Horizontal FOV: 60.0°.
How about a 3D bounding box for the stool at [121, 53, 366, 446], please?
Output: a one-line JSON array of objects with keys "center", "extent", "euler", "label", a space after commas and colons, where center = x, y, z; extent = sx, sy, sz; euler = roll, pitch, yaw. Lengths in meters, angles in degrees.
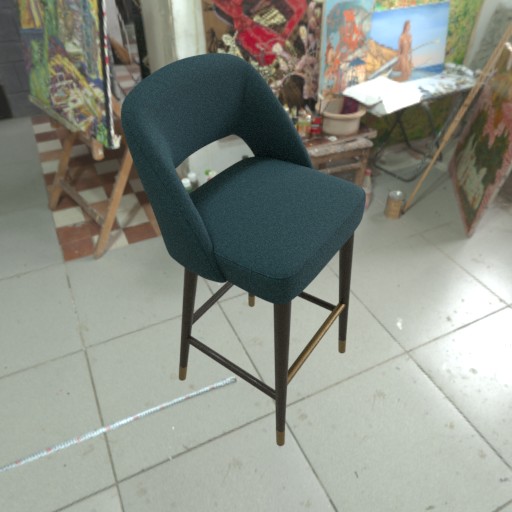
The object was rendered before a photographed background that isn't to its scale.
[{"center": [0.000, 0.000, 1.327], "extent": [0.522, 1.032, 0.536], "euler": [25, 47, 25], "label": "stool"}]
